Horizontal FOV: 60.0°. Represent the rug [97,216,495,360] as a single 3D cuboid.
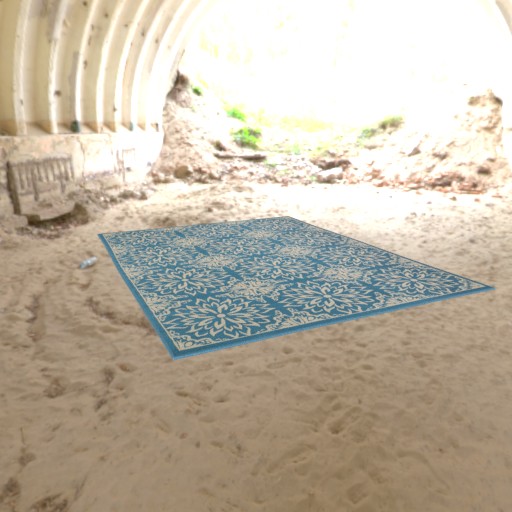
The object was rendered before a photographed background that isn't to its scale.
[{"bbox_3d":[0.000,0.000,3.941,2.350,0.018,2.964,-8,18,-25],"label":"rug"}]
